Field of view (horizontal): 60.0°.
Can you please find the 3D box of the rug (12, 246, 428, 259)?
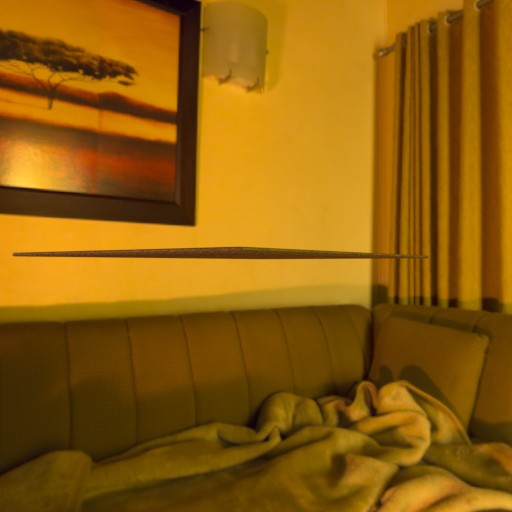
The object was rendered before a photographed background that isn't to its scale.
[{"bbox_3d":[0.000,0.000,2.254,1.219,0.016,1.829,-1,-1,36],"label":"rug"}]
